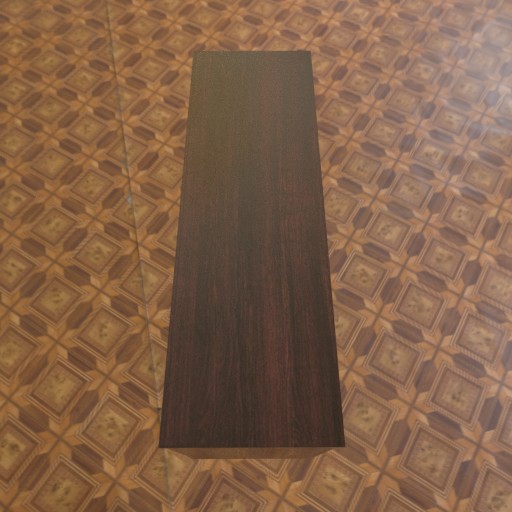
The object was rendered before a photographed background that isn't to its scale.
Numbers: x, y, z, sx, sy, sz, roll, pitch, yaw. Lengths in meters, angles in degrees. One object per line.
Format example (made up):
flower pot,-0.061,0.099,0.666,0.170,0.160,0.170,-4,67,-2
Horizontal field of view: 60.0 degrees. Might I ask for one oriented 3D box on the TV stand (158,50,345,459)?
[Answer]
TV stand,0.000,0.000,1.451,0.404,0.614,1.192,0,63,0
